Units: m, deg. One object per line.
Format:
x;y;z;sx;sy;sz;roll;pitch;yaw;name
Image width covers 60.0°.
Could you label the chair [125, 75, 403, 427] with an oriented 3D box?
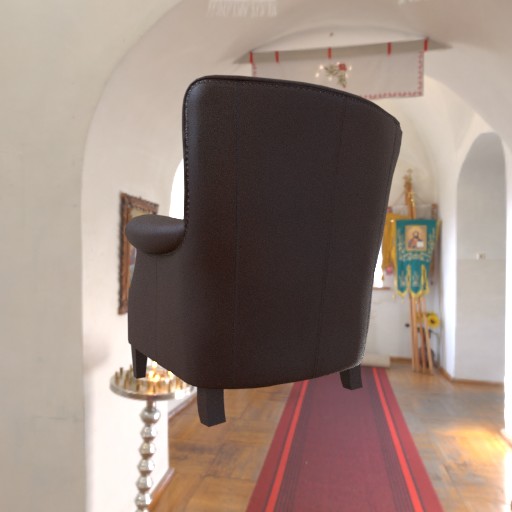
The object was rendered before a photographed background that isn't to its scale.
0.000;0.000;1.341;0.700;0.800;0.746;0;1;-35;chair
